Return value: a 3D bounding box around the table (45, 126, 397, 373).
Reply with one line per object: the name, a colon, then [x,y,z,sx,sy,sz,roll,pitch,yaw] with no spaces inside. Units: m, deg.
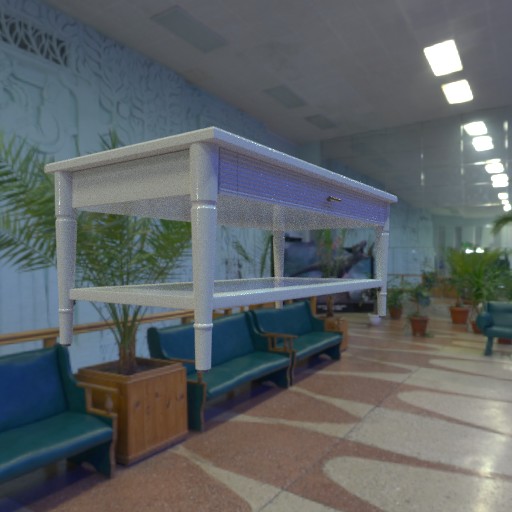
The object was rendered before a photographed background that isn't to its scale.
table: [0.000,0.000,1.395,0.559,0.457,1.067,0,-1,35]
